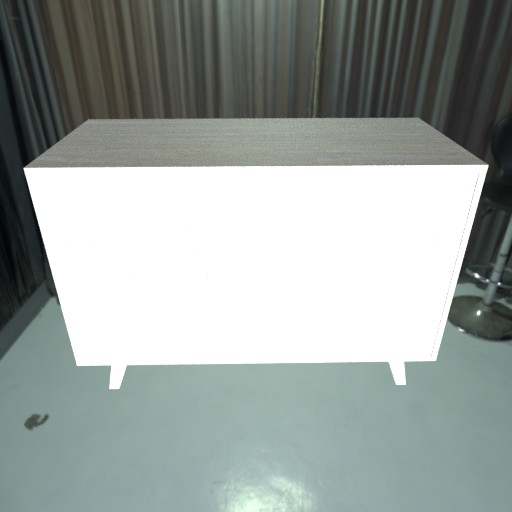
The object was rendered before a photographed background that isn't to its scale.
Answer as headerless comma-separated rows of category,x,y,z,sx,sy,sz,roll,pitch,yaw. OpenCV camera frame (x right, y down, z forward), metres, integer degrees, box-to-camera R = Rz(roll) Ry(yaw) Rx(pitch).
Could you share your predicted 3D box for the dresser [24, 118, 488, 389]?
dresser,0.000,0.000,1.469,1.110,0.780,0.500,-1,30,-1
